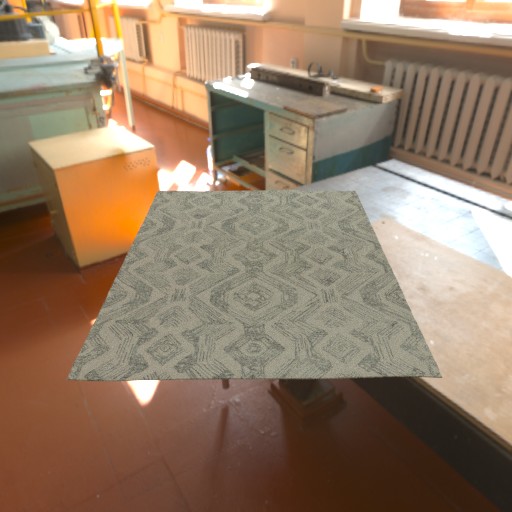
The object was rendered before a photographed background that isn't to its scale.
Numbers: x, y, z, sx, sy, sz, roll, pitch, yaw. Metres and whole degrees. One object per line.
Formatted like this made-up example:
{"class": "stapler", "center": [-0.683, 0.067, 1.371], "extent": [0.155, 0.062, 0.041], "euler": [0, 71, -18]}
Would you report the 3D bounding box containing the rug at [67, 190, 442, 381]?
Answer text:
{"class": "rug", "center": [0.000, 0.000, 4.136], "extent": [2.430, 0.030, 3.054], "euler": [0, 32, 0]}
